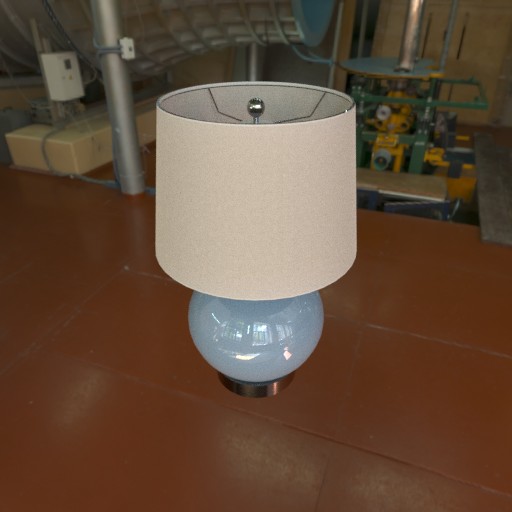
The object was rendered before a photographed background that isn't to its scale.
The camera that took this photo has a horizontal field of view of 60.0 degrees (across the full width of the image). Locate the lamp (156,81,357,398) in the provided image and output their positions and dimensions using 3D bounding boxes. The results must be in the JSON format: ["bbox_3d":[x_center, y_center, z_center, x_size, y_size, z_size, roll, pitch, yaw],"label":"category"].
[{"bbox_3d":[0.000,0.000,0.565,0.247,0.387,0.247,0,31,0],"label":"lamp"}]
